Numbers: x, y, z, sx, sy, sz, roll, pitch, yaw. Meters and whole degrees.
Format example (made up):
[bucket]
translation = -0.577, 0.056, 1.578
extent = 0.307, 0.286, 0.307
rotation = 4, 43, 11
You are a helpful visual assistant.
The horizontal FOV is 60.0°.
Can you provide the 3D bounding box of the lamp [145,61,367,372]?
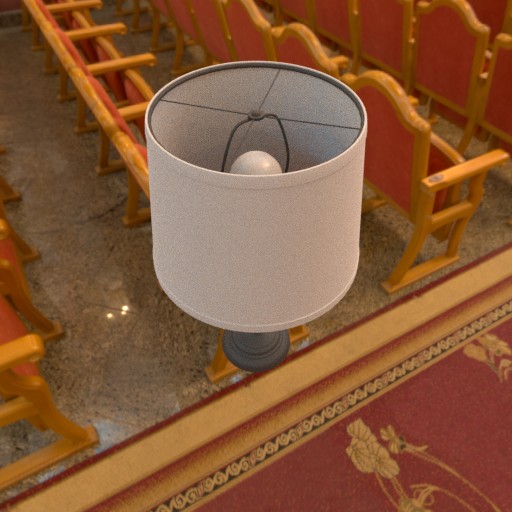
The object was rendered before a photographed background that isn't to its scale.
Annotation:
[lamp]
translation = 0.000, 0.000, 0.695
extent = 0.310, 0.501, 0.310
rotation = 0, 48, 0
